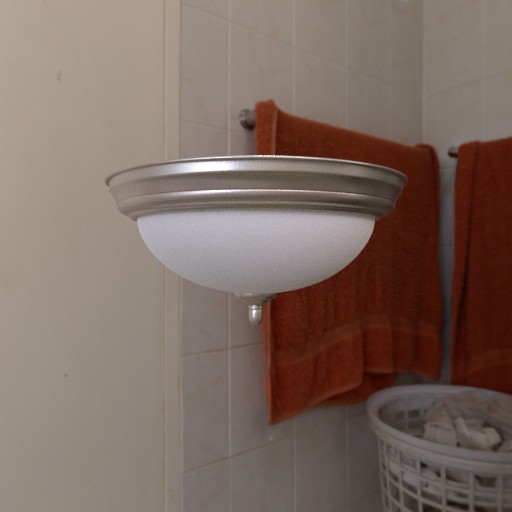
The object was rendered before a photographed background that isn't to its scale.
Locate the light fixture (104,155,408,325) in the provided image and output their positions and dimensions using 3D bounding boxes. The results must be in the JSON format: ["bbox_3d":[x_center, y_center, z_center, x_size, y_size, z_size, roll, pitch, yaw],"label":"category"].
[{"bbox_3d":[0.000,0.000,0.432,0.280,0.135,0.280,0,0,0],"label":"light fixture"}]
